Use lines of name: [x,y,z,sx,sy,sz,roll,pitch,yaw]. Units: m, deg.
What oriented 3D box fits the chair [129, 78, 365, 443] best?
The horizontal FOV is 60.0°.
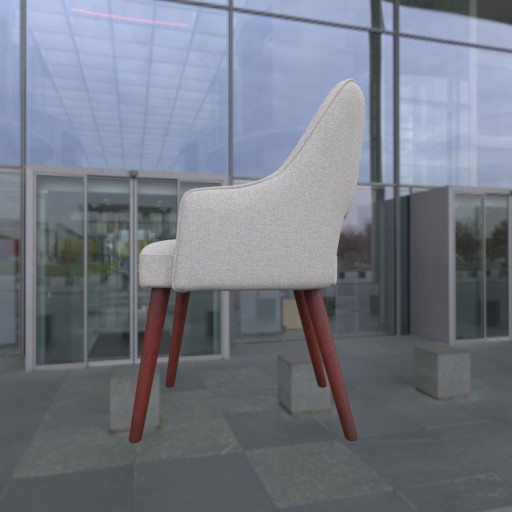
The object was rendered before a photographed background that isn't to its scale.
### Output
chair: [0.000,0.000,1.222,0.580,0.840,0.560,0,0,-1]
